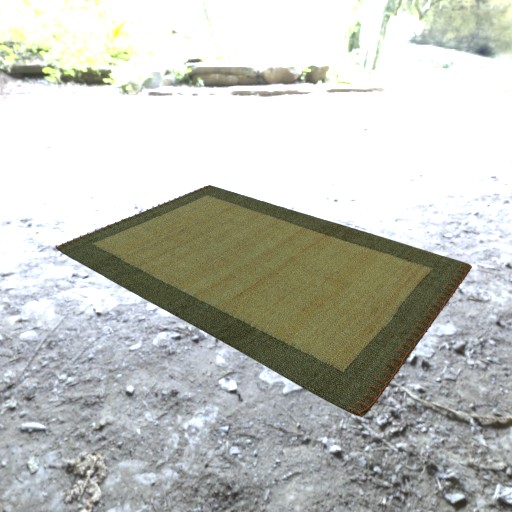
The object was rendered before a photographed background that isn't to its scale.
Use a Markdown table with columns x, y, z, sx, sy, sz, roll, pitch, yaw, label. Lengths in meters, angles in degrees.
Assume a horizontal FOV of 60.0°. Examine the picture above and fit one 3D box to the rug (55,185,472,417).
| x | y | z | sx | sy | sz | roll | pitch | yaw | label |
| --- | --- | --- | --- | --- | --- | --- | --- | --- | --- |
| 0.000 | 0.000 | 2.300 | 1.838 | 0.019 | 1.220 | 22 | 36 | 33 | rug |
